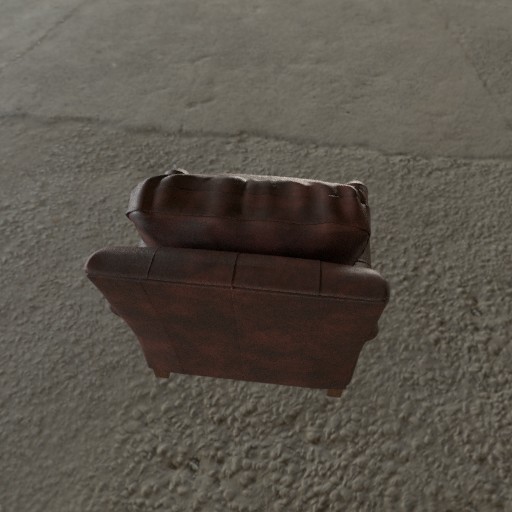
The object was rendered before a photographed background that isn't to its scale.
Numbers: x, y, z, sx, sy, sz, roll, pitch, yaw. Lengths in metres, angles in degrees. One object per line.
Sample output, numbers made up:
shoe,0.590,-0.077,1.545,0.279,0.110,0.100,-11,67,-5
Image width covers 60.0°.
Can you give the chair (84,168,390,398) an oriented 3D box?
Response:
chair,0.000,0.000,1.976,0.987,1.051,1.156,5,46,5
